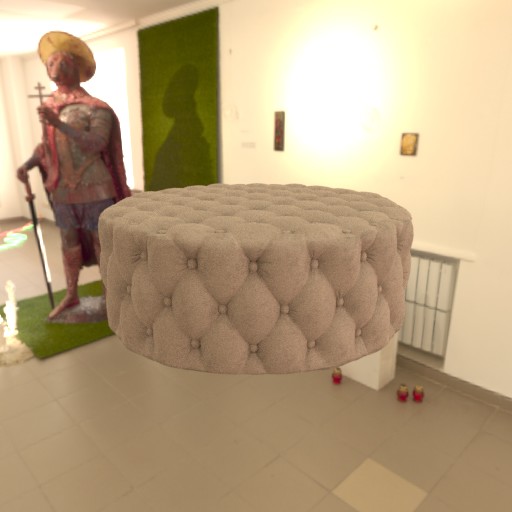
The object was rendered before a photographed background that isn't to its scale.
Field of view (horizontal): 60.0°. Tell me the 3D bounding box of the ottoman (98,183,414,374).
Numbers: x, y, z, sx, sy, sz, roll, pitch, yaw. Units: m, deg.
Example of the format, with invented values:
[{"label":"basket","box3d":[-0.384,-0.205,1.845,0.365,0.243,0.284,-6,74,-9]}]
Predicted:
[{"label":"ottoman","box3d":[0.000,0.000,1.499,0.998,0.399,0.998,0,16,0]}]
